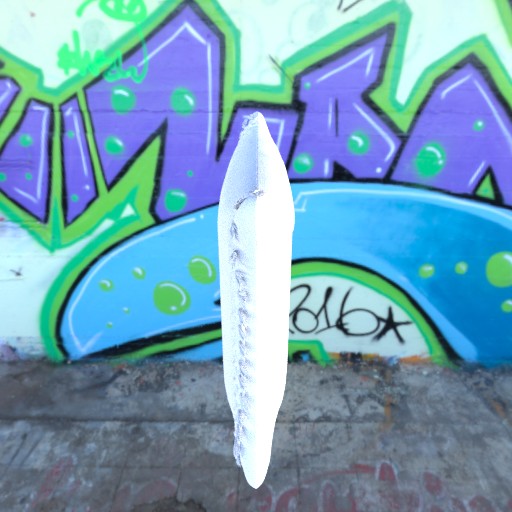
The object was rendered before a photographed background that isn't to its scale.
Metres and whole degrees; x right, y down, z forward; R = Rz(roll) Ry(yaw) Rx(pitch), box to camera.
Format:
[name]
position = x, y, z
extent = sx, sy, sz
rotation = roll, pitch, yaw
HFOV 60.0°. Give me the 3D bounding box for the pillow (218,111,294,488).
[pillow]
position = 0.000, 0.000, 0.578
extent = 0.084, 0.305, 0.466
rotation = 0, 26, 0
